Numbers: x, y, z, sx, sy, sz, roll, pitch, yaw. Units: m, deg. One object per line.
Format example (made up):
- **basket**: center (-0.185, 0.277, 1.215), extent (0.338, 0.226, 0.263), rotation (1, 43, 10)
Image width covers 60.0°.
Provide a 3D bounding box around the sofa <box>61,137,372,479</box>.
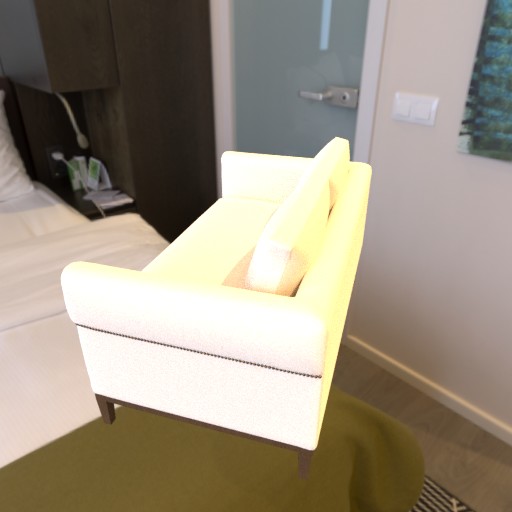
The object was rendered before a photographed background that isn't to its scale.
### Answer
- **sofa**: center (0.000, 0.000, 2.109), extent (0.905, 0.873, 1.598), rotation (8, 30, 15)
